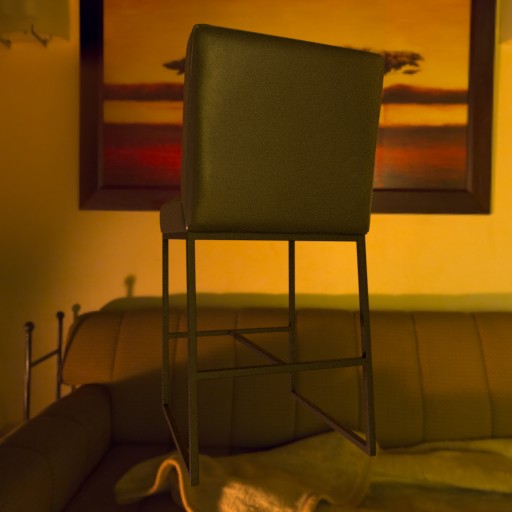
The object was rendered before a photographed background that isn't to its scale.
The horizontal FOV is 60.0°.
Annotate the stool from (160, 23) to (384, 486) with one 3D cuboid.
[{"bbox_3d":[0.000,0.000,1.193,0.457,0.938,0.552,0,0,-19],"label":"stool"}]
